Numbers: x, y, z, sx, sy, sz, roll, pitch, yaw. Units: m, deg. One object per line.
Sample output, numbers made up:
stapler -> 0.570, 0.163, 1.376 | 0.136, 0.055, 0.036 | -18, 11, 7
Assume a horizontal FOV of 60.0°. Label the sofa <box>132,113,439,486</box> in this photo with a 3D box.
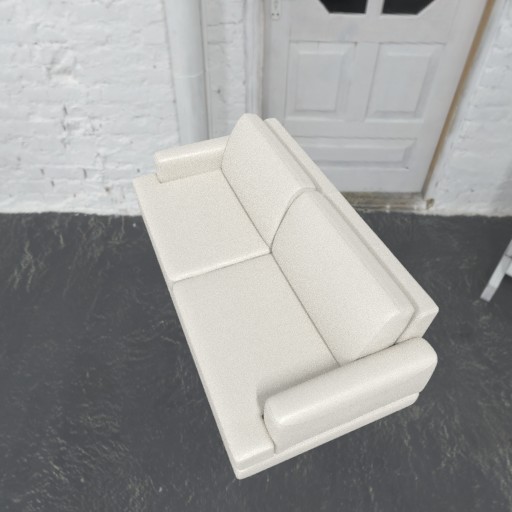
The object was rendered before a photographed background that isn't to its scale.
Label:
sofa -> 0.000, 0.000, 2.407 | 0.974, 0.765, 1.940 | -17, 49, -15
